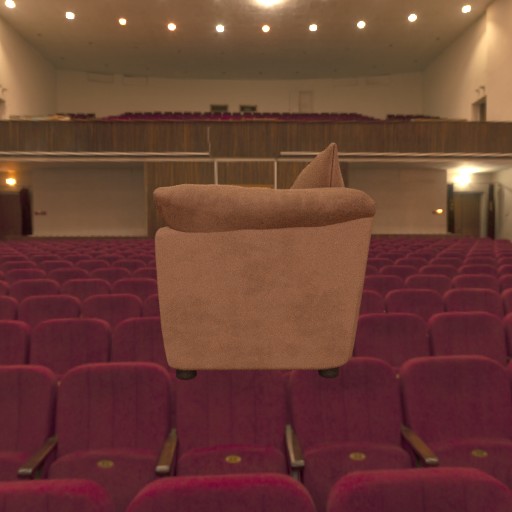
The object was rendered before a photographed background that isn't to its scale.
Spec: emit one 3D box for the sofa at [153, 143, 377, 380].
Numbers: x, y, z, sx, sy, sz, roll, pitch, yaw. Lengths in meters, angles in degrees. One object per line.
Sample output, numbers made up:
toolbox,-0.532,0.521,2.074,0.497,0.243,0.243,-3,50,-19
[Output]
sofa,0.000,0.000,2.828,0.893,0.981,2.377,0,2,-2
